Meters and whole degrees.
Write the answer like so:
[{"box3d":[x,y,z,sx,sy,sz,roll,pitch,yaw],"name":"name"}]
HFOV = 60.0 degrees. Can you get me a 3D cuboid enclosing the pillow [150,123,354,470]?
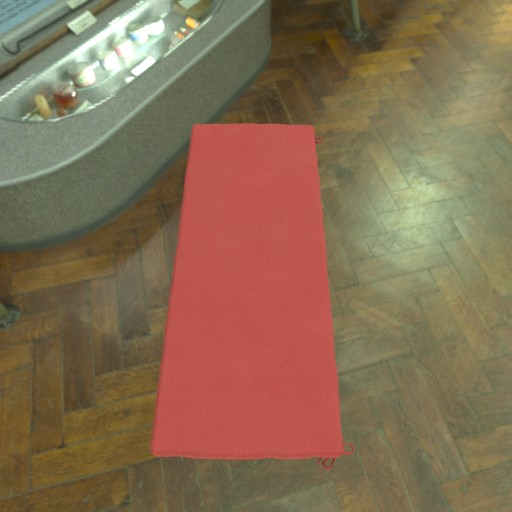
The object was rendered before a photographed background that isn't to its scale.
[{"box3d":[0.000,0.000,1.364,0.492,0.081,1.187,0,57,0],"name":"pillow"}]
